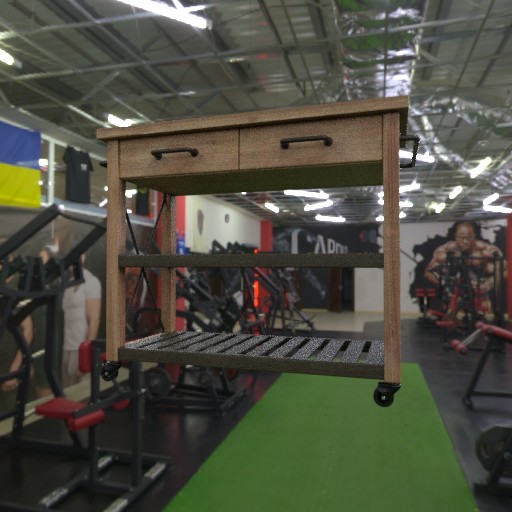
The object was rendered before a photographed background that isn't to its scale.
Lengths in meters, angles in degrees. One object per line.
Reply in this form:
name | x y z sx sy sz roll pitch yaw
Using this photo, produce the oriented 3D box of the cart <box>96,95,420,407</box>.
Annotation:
cart | 0.000 0.000 0.995 0.686 0.554 0.298 0 -1 18
